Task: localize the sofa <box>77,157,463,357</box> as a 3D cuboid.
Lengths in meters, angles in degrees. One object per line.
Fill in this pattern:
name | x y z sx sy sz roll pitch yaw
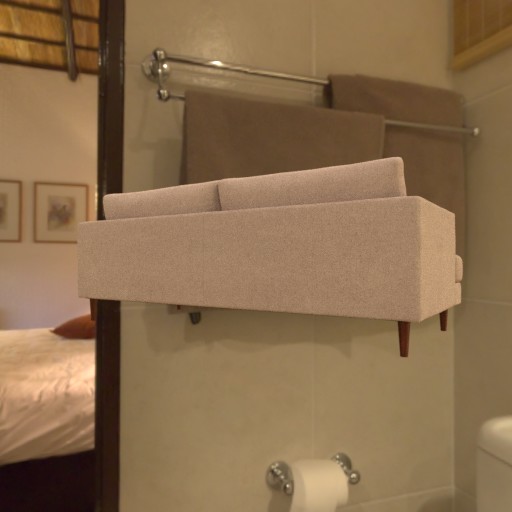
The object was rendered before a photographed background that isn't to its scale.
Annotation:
sofa | 0.000 0.000 2.796 2.250 0.868 1.020 0 -1 33
